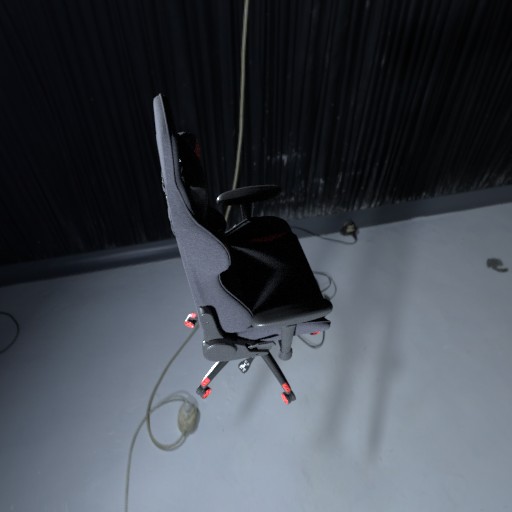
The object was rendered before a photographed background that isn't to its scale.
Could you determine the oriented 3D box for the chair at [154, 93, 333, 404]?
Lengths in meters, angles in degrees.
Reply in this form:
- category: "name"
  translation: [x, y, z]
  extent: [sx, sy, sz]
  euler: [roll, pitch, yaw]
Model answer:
- category: "chair"
  translation: [0.000, 0.000, 1.714]
  extent: [0.658, 1.326, 0.695]
  euler: [-11, 49, -9]
